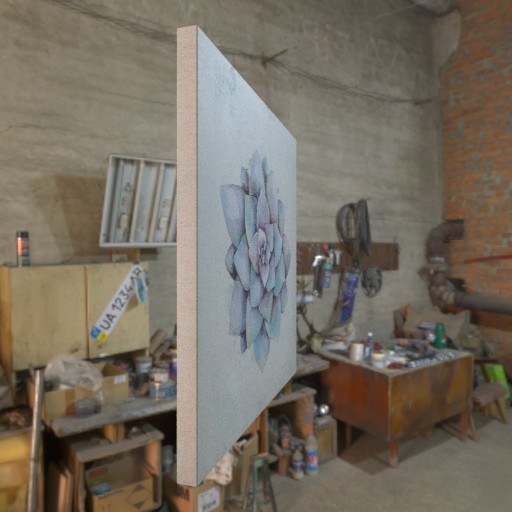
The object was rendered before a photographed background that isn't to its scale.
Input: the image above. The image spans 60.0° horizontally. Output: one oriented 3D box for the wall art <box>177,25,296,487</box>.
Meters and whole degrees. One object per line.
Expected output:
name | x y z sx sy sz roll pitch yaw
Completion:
wall art | 0.000 0.000 1.098 0.038 0.762 0.762 0 0 18
